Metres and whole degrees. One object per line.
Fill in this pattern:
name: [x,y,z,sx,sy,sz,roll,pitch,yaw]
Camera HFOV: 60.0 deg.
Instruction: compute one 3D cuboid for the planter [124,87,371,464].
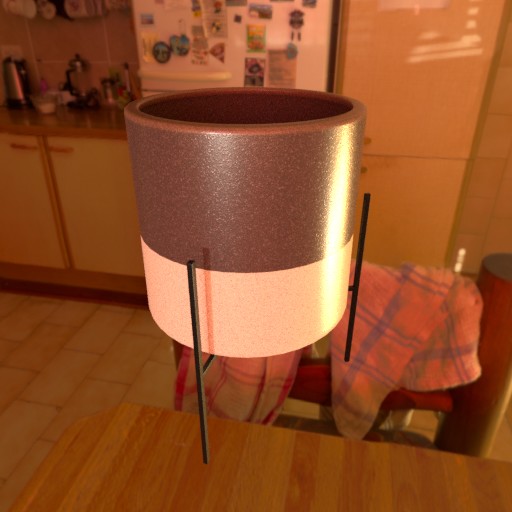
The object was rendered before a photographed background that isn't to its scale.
planter: [0.000,0.000,0.526,0.260,0.353,0.250,-9,29,-16]
